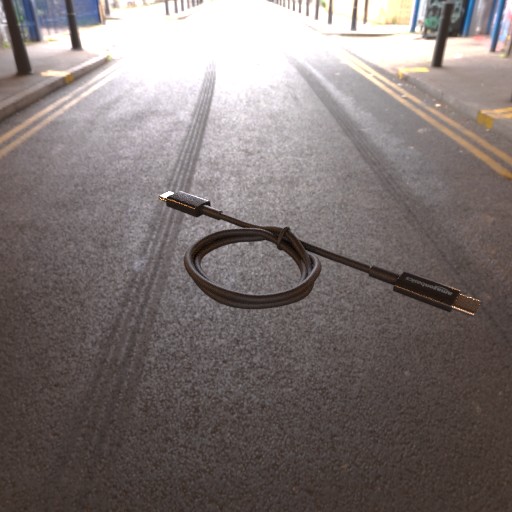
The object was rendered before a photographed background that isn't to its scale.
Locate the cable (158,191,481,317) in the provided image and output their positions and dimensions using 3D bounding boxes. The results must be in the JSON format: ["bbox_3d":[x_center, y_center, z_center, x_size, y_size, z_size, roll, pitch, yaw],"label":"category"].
[{"bbox_3d":[0.000,0.000,0.215,0.192,0.014,0.070,22,38,31],"label":"cable"}]
